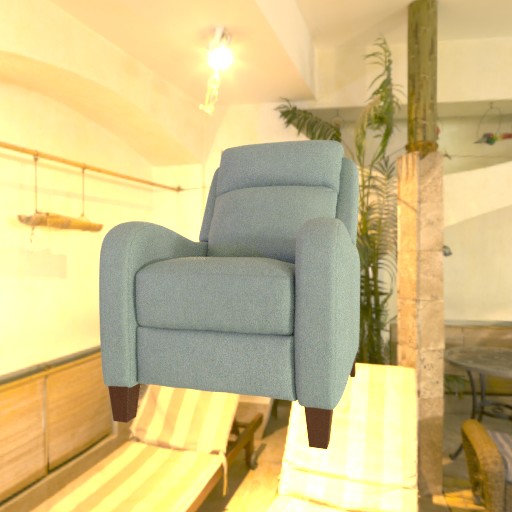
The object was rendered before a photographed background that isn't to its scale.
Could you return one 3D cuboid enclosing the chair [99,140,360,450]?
[{"bbox_3d":[0.000,0.000,1.758,0.785,1.067,0.988,0,1,17],"label":"chair"}]
